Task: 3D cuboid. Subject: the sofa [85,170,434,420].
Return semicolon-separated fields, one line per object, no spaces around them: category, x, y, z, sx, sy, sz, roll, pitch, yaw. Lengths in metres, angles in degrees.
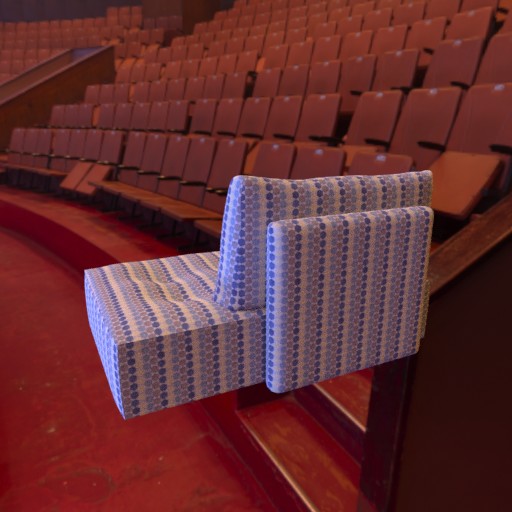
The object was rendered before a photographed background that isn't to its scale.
sofa;0.000;0.000;2.062;1.450;0.820;1.000;-8;18;-26
